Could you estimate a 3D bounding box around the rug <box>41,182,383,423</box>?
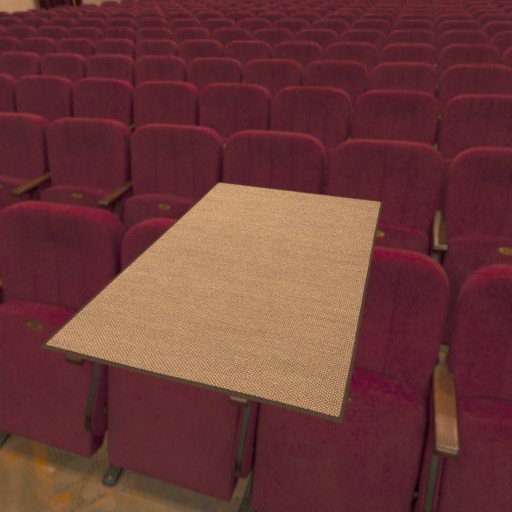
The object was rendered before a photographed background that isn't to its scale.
[{"bbox_3d":[0.000,0.000,2.109,1.067,0.013,1.676,9,32,15],"label":"rug"}]
